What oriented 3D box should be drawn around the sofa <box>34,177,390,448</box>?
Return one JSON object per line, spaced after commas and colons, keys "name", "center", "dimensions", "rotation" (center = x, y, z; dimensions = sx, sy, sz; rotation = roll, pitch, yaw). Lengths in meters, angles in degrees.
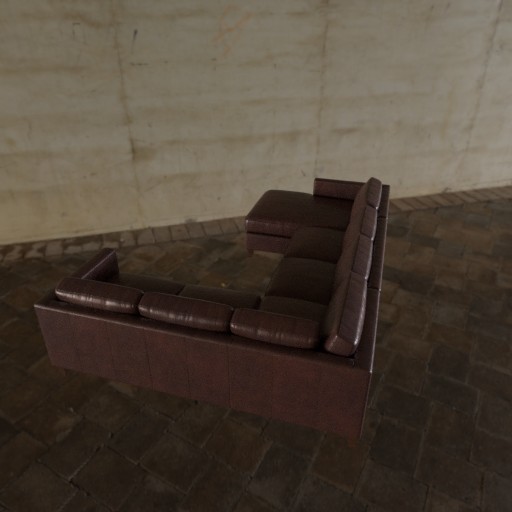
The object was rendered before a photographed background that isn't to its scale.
{"name": "sofa", "center": [0.000, 0.000, 4.488], "dimensions": [2.452, 0.891, 3.324], "rotation": [8, 31, 14]}
